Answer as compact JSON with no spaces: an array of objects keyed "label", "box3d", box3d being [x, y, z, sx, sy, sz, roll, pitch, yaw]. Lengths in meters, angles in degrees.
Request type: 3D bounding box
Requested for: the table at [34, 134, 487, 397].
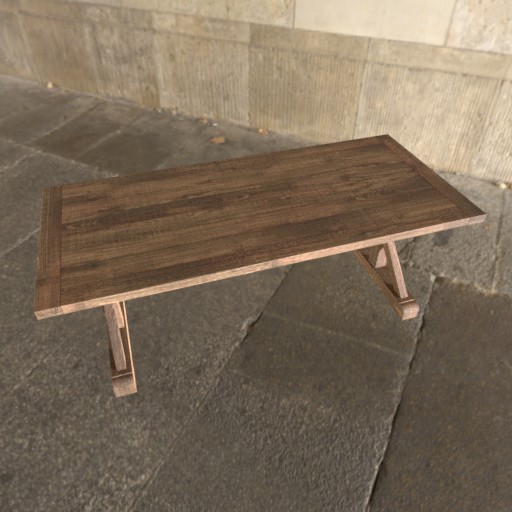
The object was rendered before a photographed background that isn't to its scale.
[{"label":"table","box3d":[0.000,0.000,2.450,2.031,0.733,0.907,-12,42,-14]}]
